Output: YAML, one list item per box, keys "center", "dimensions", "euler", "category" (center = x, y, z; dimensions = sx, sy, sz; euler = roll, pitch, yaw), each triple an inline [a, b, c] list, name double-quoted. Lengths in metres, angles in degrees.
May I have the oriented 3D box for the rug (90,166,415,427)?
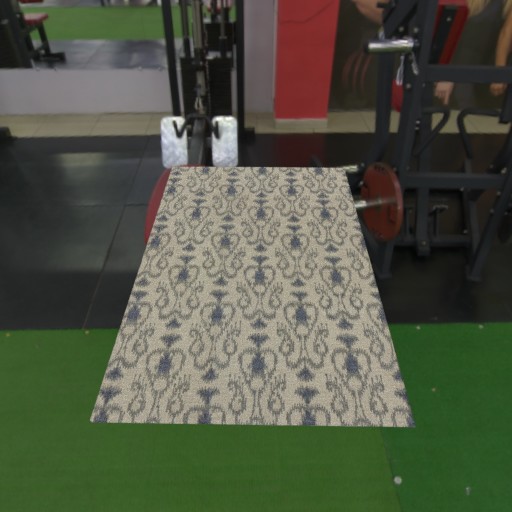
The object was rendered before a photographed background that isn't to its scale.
- center: [0.000, 0.000, 2.034]
  dimensions: [1.035, 0.006, 1.652]
  euler: [1, 40, 1]
  category: "rug"
